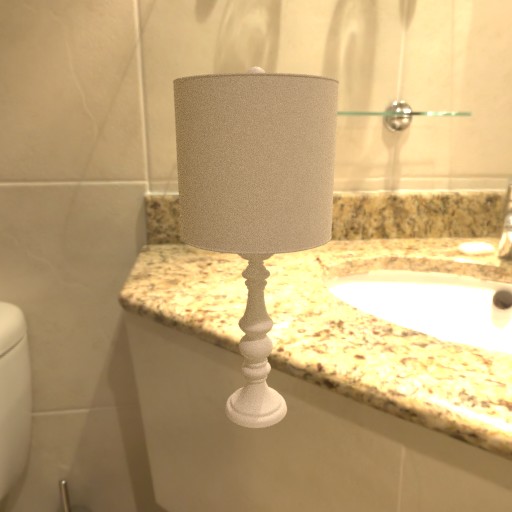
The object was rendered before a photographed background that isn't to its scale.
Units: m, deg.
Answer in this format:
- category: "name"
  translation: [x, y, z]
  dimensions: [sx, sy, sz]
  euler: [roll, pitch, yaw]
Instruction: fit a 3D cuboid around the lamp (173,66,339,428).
- category: "lamp"
  translation: [0.000, 0.000, 0.755]
  dimensions: [0.250, 0.597, 0.250]
  euler: [-15, 22, -42]
